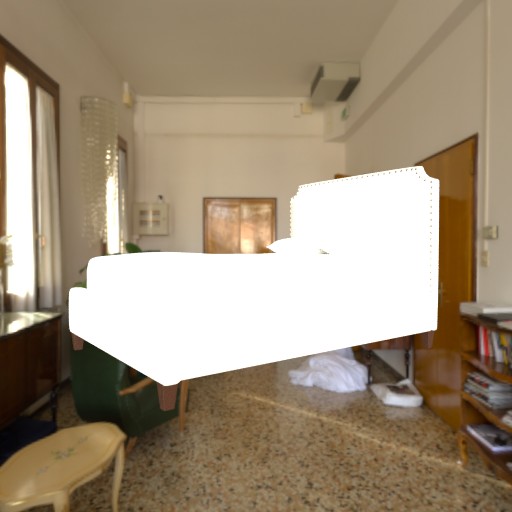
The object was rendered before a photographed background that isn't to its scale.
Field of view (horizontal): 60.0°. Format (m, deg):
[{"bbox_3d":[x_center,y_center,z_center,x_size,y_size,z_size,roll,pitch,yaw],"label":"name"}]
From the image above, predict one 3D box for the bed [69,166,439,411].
[{"bbox_3d":[0.000,0.000,3.454,2.365,1.443,1.712,-1,1,-37],"label":"bed"}]
